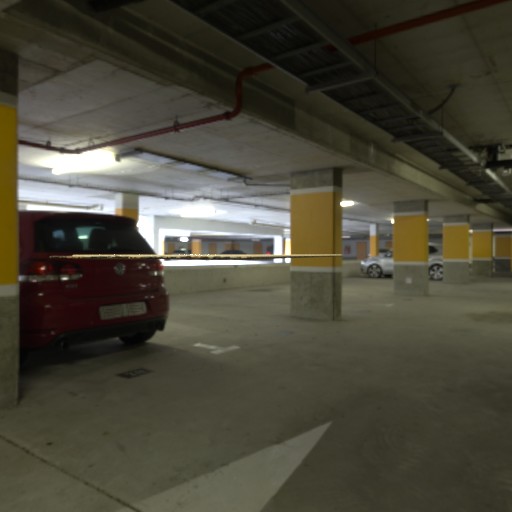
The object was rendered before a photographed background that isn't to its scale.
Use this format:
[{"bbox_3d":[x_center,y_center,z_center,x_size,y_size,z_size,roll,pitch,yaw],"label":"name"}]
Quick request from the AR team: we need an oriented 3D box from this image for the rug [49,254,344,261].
[{"bbox_3d":[0.000,0.000,2.589,0.729,0.021,2.438,0,0,18],"label":"rug"}]
